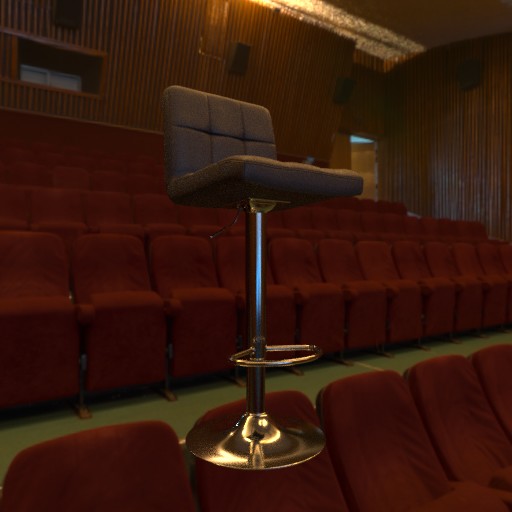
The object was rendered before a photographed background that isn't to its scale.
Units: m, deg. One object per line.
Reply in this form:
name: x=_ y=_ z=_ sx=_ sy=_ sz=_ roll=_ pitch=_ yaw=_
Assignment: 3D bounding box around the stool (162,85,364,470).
stool: x=0.000 y=0.000 z=1.358 sx=0.430 sy=1.115 sz=0.505 roll=0 pitch=-1 yaw=-35
